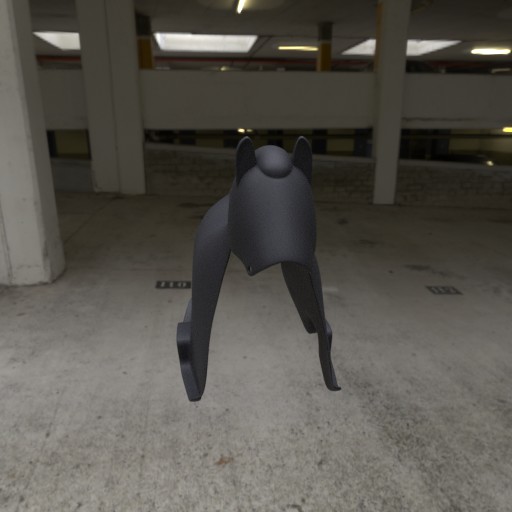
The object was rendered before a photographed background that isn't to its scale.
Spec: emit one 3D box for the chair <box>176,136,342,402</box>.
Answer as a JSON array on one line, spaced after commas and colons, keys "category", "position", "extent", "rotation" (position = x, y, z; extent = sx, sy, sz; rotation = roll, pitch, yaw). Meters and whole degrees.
[{"category": "chair", "position": [0.000, 0.000, 1.141], "extent": [0.429, 0.612, 0.800], "rotation": [-2, 17, -7]}]
